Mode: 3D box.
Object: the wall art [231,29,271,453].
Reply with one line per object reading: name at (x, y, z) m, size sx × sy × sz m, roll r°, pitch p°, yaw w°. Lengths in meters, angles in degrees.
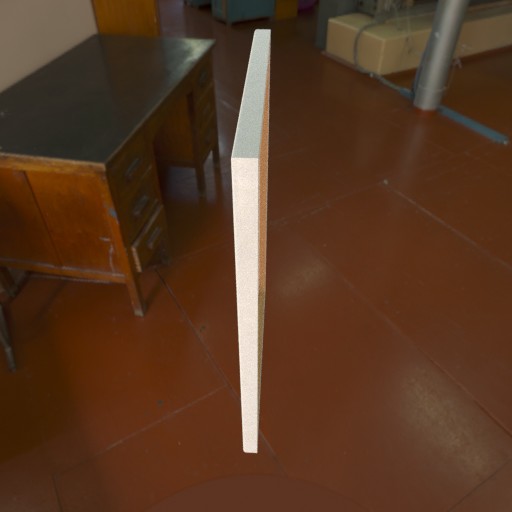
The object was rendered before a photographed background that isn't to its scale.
wall art at (0.000, 0.000, 1.141) m, size 0.038 × 0.912 × 0.607 m, roll 2°, pitch 42°, yaw 2°
